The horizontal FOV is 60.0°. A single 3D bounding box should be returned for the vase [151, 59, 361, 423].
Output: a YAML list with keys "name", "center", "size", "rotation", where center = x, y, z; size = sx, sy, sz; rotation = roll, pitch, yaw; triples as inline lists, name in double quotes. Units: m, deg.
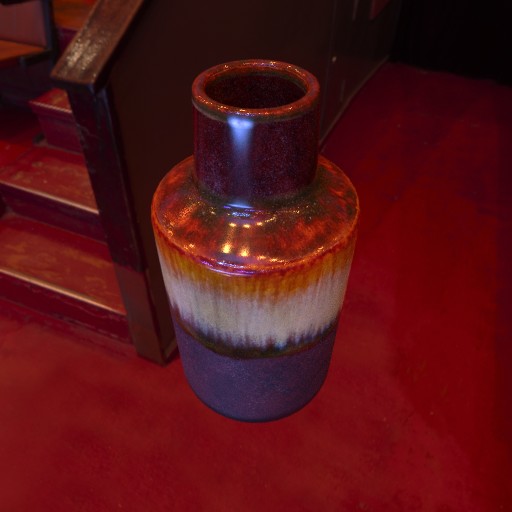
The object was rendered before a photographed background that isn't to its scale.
- name: "vase"
  center: [0.000, 0.000, 0.257]
  size: [0.108, 0.204, 0.108]
  rotation: [0, 45, 0]
